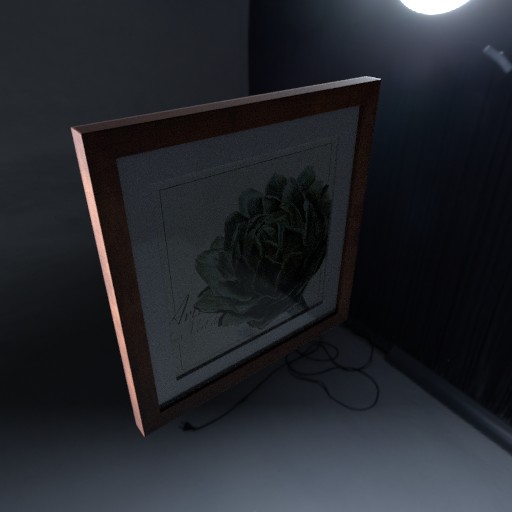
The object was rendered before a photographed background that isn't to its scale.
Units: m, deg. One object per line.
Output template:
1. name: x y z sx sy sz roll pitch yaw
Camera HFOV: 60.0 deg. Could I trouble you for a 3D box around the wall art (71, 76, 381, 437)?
1. wall art: 0.000 0.000 0.834 0.554 0.572 0.037 -22 38 -31
